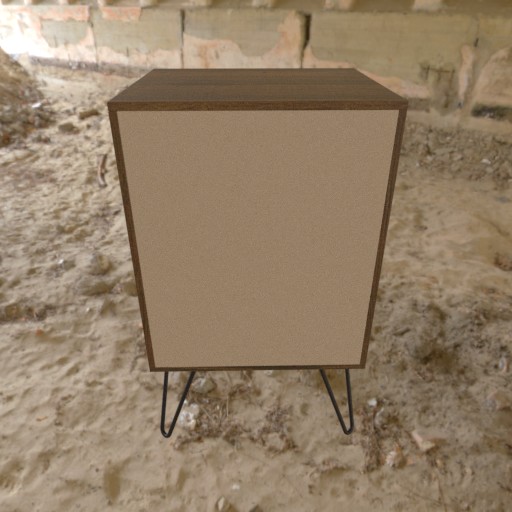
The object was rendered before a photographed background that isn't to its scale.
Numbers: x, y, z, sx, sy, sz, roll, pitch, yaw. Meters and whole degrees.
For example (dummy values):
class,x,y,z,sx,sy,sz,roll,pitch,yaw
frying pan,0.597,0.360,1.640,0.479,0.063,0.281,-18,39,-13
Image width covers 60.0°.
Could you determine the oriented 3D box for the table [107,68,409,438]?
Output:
class,x,y,z,sx,sy,sz,roll,pitch,yaw
table,0.000,0.000,1.171,0.526,0.866,0.457,-1,30,-1
